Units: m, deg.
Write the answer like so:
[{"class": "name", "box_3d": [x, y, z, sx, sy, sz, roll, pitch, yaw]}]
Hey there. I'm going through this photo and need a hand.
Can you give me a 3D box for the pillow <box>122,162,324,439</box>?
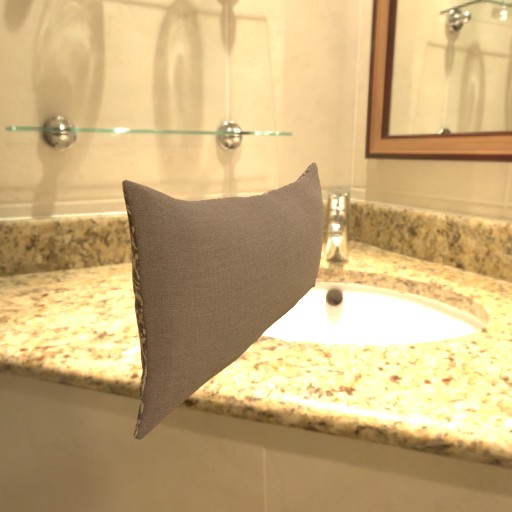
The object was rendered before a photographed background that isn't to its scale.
[{"class": "pillow", "box_3d": [0.000, 0.000, 0.740, 0.148, 0.290, 0.631, 6, 15, 25]}]
